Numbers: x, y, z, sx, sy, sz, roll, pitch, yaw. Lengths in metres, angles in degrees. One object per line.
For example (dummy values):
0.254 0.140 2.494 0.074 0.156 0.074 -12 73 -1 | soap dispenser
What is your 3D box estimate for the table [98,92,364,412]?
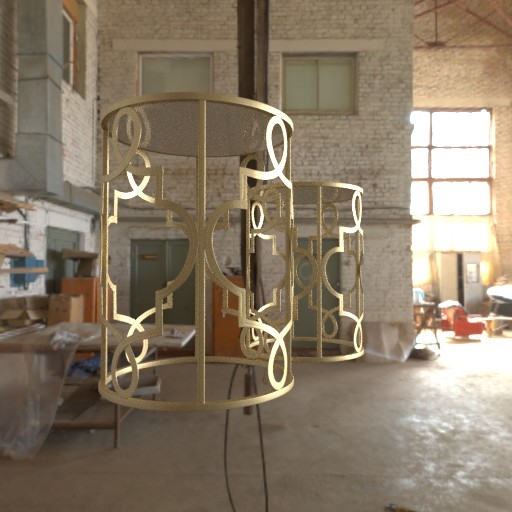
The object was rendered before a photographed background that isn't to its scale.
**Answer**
0.000 0.000 1.162 0.420 0.564 0.846 -1 -2 37 | table
